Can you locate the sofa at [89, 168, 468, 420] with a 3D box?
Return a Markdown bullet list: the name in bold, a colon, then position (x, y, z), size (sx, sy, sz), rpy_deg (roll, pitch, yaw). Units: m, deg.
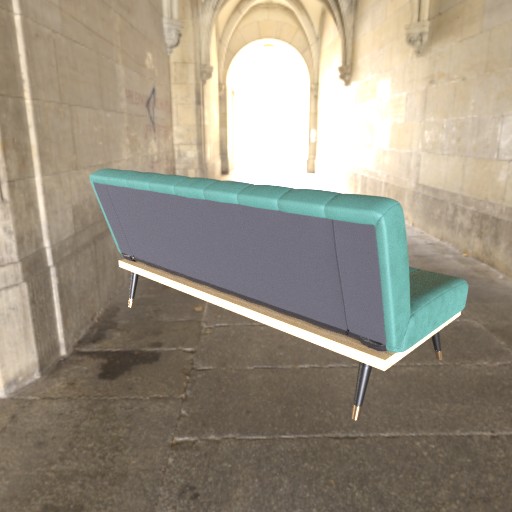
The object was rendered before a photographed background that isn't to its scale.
- **sofa**: position (0.000, 0.000, 2.235), size (1.810, 0.820, 0.830), rpy_deg (14, 21, 42)
